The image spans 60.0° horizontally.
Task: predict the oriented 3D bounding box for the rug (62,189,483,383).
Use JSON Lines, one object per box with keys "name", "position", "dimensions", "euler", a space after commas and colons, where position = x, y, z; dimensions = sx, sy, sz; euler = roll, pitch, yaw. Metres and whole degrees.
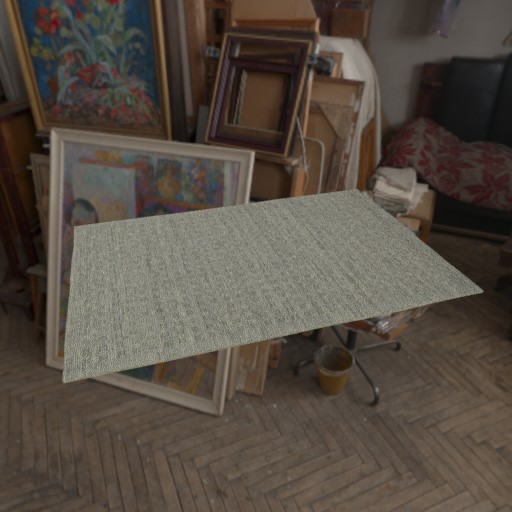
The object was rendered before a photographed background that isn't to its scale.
{"name": "rug", "position": [0.000, 0.000, 2.891], "dimensions": [2.297, 0.018, 1.532], "euler": [-9, 33, -15]}
